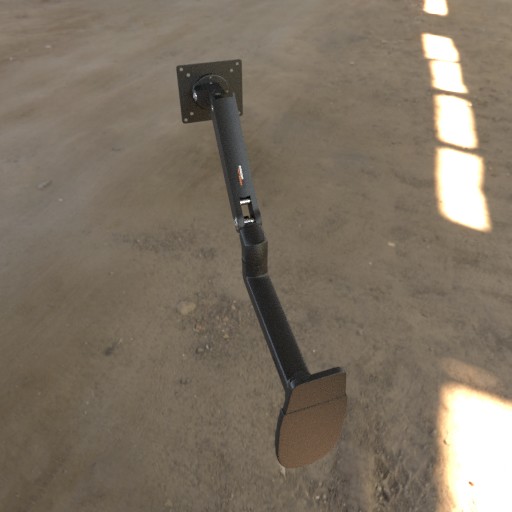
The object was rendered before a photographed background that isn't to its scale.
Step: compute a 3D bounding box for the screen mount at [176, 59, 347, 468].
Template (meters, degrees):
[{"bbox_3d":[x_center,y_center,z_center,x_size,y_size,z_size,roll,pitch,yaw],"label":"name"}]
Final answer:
[{"bbox_3d":[0.000,0.000,0.725,0.115,0.466,0.495,-12,42,-14],"label":"screen mount"}]
